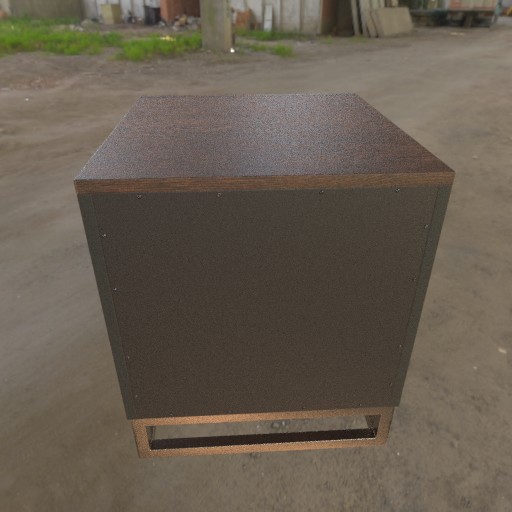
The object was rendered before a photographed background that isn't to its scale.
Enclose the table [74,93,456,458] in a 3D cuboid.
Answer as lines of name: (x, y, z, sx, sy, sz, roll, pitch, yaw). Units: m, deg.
table: (0.000, 0.000, 0.974, 0.506, 0.582, 0.566, -2, 31, -3)
